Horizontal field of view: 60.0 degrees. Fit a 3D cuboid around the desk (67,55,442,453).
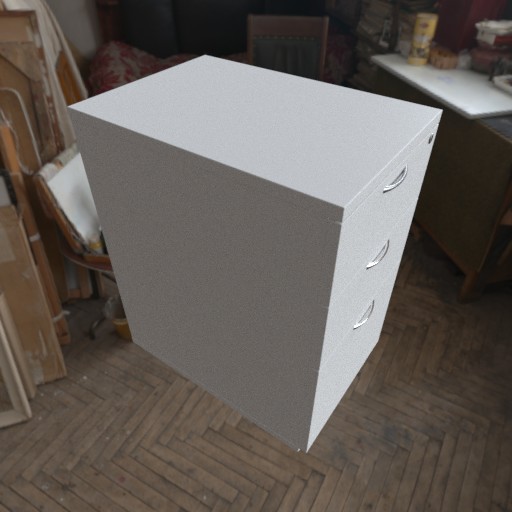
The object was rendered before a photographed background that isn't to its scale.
[{"bbox_3d":[0.000,0.000,1.074,0.600,0.730,0.404,25,46,26],"label":"desk"}]
